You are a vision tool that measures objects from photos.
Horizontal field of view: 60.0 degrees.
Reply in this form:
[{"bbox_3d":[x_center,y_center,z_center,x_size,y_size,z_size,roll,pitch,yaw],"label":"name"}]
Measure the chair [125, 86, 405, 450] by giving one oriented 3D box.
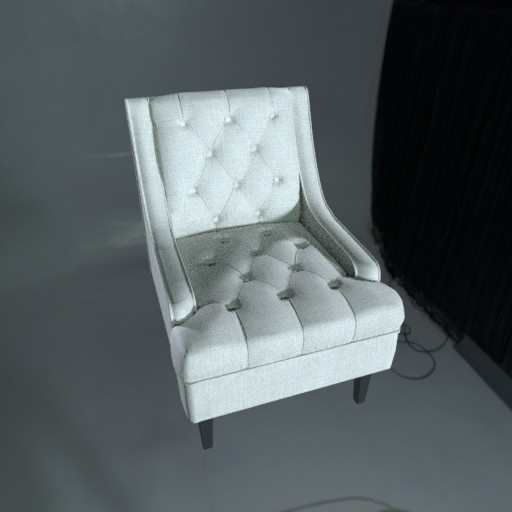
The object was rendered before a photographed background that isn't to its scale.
[{"bbox_3d":[0.000,0.000,1.427,0.658,0.891,0.772,-10,33,-16],"label":"chair"}]
